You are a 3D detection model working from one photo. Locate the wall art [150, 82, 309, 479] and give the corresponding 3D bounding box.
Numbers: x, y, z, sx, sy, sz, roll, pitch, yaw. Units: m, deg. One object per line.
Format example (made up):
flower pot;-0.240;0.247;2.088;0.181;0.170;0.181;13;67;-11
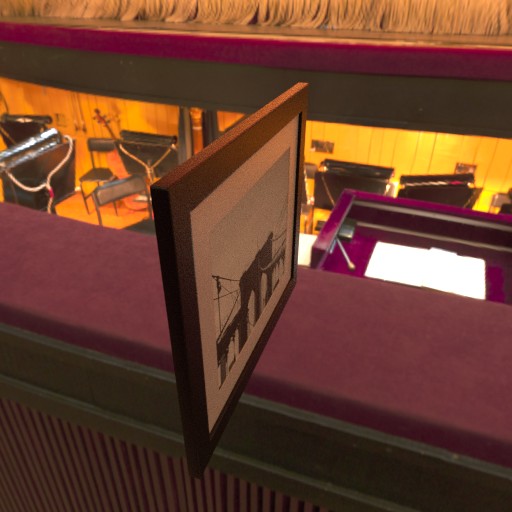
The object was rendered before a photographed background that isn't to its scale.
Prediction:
wall art;0.000;0.000;0.729;0.018;0.450;0.521;11;33;17
